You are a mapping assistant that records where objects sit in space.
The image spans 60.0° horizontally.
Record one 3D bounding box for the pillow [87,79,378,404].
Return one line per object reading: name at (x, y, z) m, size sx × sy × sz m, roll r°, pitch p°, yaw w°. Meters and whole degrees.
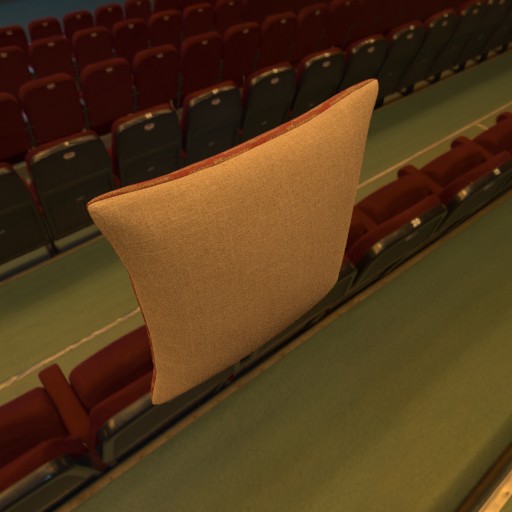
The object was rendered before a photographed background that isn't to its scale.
pillow at (0.000, 0.000, 0.791) m, size 0.511 × 0.503 × 0.182 m, roll -31°, pitch 53°, yaw -26°
